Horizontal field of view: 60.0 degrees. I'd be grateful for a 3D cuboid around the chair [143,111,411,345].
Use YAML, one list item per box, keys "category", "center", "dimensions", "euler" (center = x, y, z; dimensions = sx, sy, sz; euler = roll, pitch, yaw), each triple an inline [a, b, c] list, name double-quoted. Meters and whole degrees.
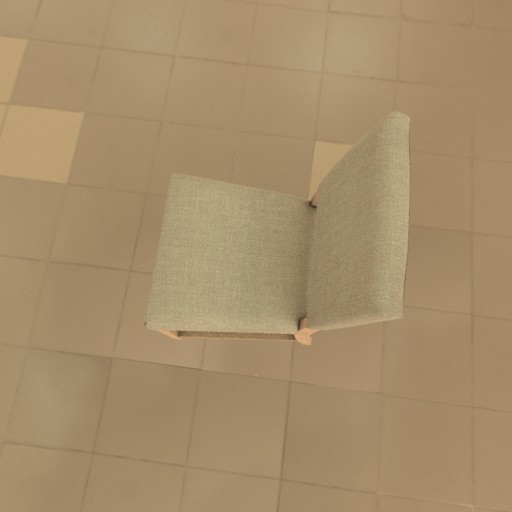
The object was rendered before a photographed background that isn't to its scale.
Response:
- category: "chair"
  center: [0.000, 0.000, 1.352]
  dimensions: [0.622, 0.986, 0.508]
  euler: [7, 75, 2]
